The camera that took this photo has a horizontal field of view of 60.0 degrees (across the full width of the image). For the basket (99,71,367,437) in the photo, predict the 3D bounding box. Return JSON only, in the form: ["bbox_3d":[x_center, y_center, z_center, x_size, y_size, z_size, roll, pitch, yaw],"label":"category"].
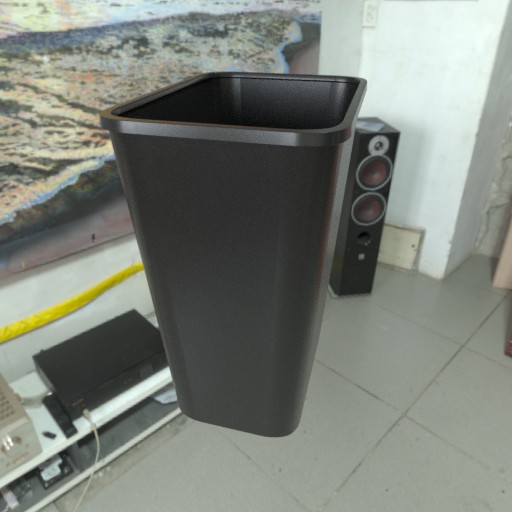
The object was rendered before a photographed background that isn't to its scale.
[{"bbox_3d":[0.000,0.000,0.742,0.287,0.521,0.394,8,31,13],"label":"basket"}]
